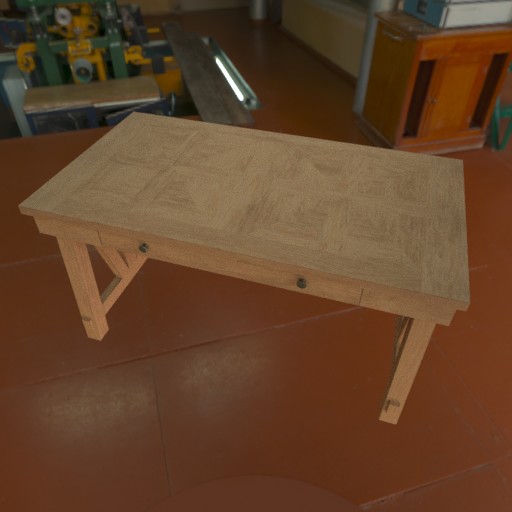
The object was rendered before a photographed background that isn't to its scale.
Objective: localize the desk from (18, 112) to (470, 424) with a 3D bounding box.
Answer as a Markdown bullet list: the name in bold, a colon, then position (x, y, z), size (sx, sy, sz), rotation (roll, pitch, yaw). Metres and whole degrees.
- **desk**: position (0.000, 0.000, 1.932), size (1.499, 0.762, 0.813), rotation (12, 43, 13)
